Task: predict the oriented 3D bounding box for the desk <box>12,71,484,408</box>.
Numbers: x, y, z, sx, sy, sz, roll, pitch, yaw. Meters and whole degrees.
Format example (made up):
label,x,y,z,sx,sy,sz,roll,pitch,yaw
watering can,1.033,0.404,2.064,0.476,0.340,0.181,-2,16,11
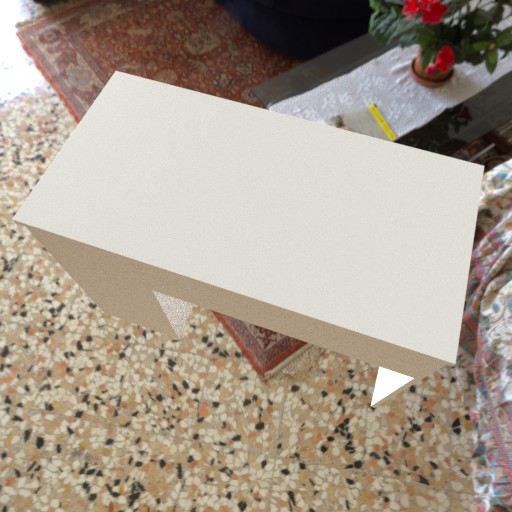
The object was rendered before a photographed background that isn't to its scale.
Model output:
label,x,y,z,sx,sy,sz,roll,pitch,yaw
desk,0.000,0.000,1.473,1.097,0.735,0.560,17,64,9
